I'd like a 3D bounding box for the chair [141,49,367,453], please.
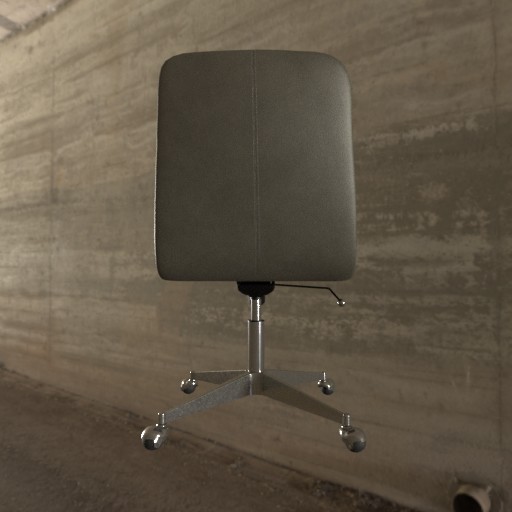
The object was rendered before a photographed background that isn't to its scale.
[{"bbox_3d":[0.000,0.000,1.017,0.422,0.738,0.485,0,-2,1],"label":"chair"}]
